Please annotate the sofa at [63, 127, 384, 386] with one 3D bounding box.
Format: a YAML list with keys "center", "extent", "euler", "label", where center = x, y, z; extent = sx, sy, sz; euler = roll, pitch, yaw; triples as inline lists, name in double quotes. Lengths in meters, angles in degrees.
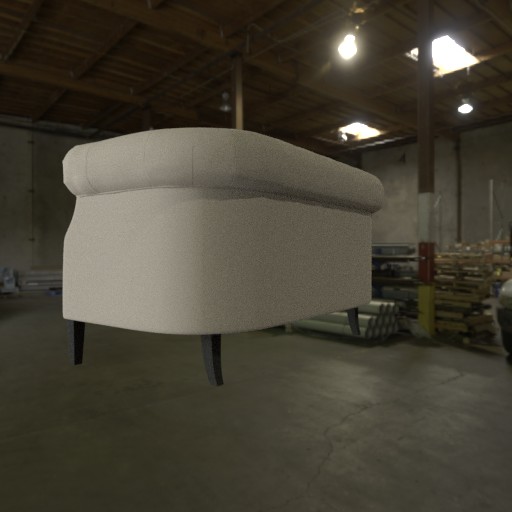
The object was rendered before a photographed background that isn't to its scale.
- center: [0.000, 0.000, 2.024]
  extent: [0.835, 0.827, 1.558]
  euler: [0, 1, 37]
  label: "sofa"
